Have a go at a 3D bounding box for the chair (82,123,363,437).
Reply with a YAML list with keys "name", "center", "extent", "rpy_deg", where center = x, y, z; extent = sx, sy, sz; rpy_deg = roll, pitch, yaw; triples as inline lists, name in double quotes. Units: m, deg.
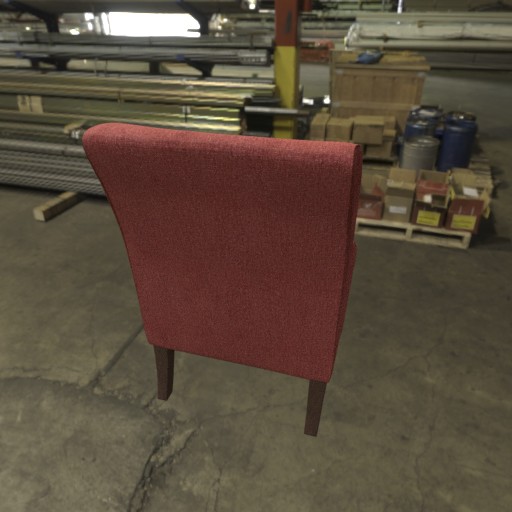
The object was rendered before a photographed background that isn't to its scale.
- name: "chair"
  center: [0.000, 0.000, 1.258]
  extent: [0.538, 0.846, 0.640]
  rpy_deg: [9, 32, 14]
